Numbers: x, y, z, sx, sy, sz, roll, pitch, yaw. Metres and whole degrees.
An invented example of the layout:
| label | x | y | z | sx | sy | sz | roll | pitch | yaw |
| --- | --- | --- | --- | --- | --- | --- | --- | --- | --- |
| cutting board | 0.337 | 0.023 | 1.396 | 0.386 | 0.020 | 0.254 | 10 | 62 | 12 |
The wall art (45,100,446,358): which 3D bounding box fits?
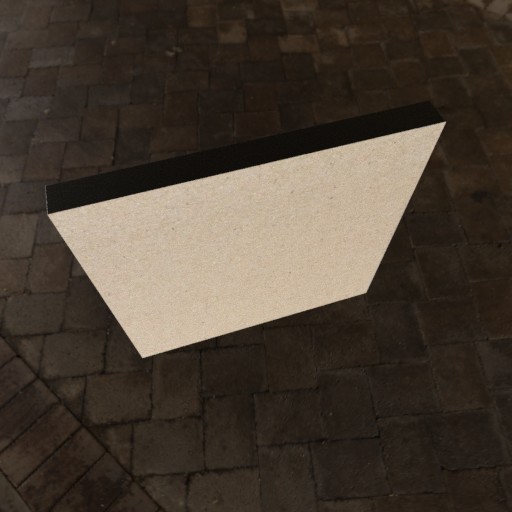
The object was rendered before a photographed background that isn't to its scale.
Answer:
| label | x | y | z | sx | sy | sz | roll | pitch | yaw |
| --- | --- | --- | --- | --- | --- | --- | --- | --- | --- |
| wall art | 0.000 | 0.000 | 0.491 | 0.327 | 0.318 | 0.029 | -15 | 60 | -9 |
